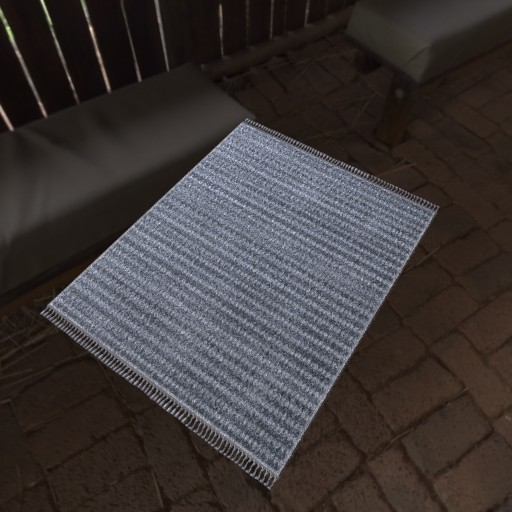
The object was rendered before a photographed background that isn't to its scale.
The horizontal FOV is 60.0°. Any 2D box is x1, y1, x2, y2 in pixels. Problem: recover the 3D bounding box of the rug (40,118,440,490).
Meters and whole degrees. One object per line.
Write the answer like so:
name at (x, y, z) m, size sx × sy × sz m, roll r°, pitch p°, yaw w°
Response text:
rug at (0.000, 0.000, 3.897) m, size 2.256 × 0.013 × 2.910 m, roll 30°, pitch 61°, yaw 18°
